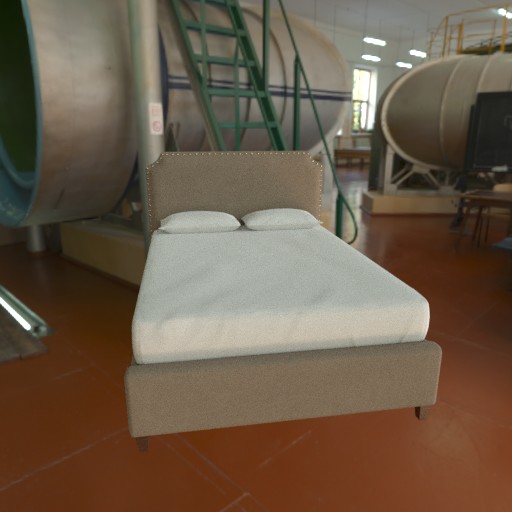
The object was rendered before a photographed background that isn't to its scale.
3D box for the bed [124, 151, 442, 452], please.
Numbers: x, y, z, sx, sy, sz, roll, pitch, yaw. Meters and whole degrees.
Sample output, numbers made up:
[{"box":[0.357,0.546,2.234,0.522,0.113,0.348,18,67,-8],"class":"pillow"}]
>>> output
[{"box":[0.000,0.000,3.324,1.703,1.415,2.329,-3,16,-9],"class":"bed"}]
